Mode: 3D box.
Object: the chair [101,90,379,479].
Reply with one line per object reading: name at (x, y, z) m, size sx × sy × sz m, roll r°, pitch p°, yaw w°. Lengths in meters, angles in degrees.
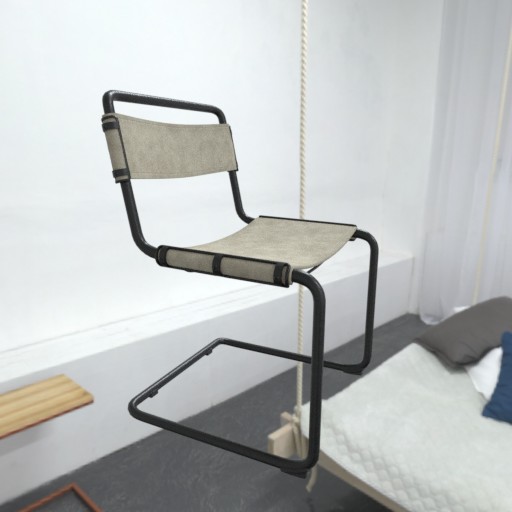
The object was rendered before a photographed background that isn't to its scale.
chair at (0.000, 0.000, 1.076) m, size 0.497 × 0.747 × 0.499 m, roll 7°, pitch 15°, yaw 26°
